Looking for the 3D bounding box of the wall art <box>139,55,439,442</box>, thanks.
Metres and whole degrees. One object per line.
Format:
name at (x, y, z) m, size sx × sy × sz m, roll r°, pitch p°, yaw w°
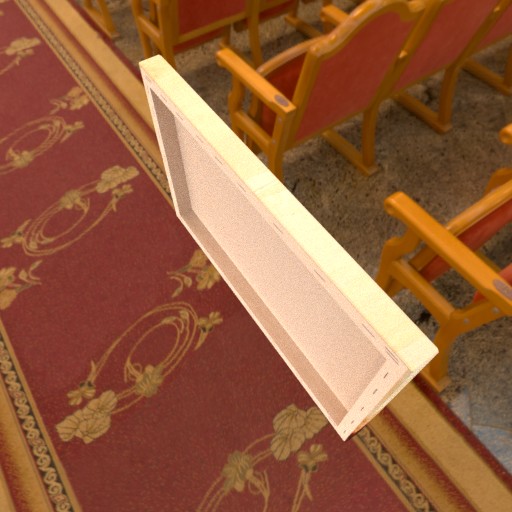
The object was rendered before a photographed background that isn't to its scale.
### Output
wall art at (0.000, 0.000, 0.754) m, size 0.040 × 0.402 × 0.613 m, roll -30°, pitch 62°, yaw -18°
